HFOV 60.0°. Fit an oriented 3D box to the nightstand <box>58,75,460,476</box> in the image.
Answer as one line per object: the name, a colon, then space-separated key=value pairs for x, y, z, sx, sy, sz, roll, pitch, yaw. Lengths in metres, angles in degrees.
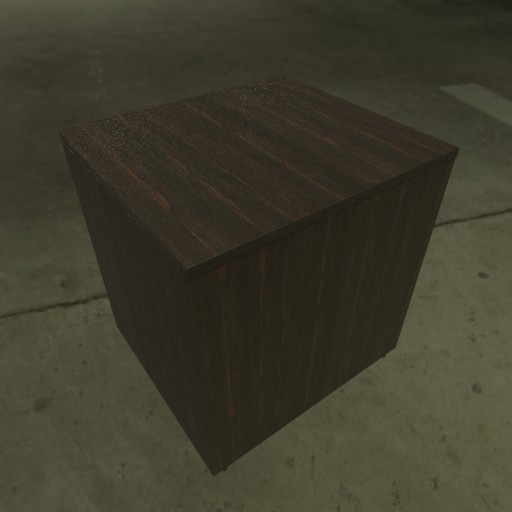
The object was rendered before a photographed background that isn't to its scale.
nightstand: x=0.000 y=0.000 z=0.807 sx=0.461 sy=0.460 sz=0.400 roll=-25 pitch=46 yaw=-27
